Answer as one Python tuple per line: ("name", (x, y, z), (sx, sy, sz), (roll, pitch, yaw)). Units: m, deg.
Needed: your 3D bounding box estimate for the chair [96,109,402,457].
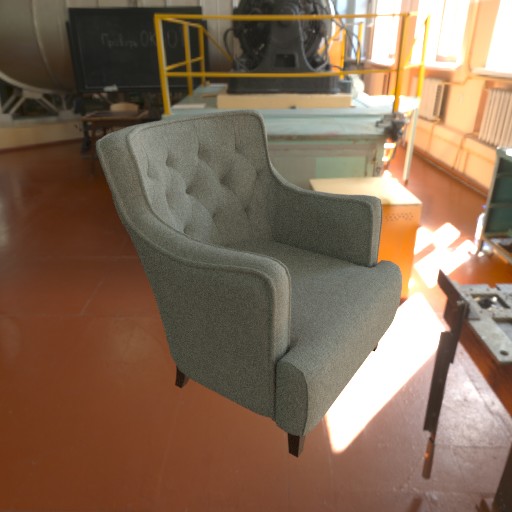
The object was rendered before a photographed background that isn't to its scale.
("chair", (0.000, 0.000, 1.603), (0.910, 0.920, 0.820), (17, 30, 31))
